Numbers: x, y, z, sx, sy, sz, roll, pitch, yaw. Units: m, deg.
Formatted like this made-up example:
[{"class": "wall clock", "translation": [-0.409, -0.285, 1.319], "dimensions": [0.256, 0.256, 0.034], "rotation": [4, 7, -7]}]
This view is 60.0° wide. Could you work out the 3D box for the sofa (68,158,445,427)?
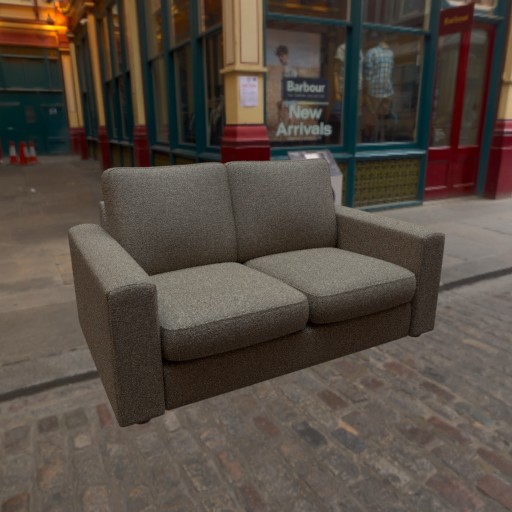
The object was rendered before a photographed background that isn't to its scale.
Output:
[{"class": "sofa", "translation": [0.000, 0.000, 2.210], "dimensions": [1.616, 0.873, 1.016], "rotation": [-9, 19, -27]}]
